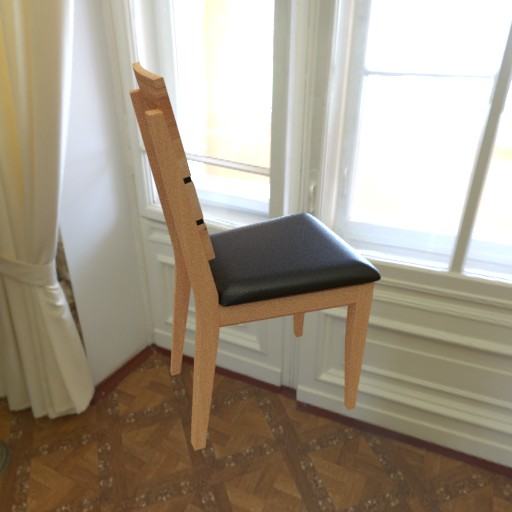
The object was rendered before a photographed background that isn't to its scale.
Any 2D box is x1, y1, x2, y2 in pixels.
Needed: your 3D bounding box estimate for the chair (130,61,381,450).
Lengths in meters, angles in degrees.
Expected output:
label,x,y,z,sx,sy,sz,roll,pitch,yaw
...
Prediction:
label,x,y,z,sx,sy,sz,roll,pitch,yaw
chair,0.000,0.000,1.179,0.520,0.940,0.410,-10,30,-18
